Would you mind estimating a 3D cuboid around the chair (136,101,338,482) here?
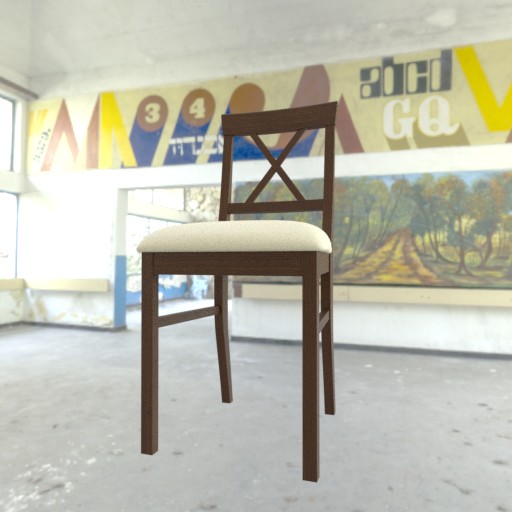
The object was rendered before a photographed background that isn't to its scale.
[{"bbox_3d":[0.000,0.000,1.156,0.440,0.913,0.480,0,-1,19],"label":"chair"}]
